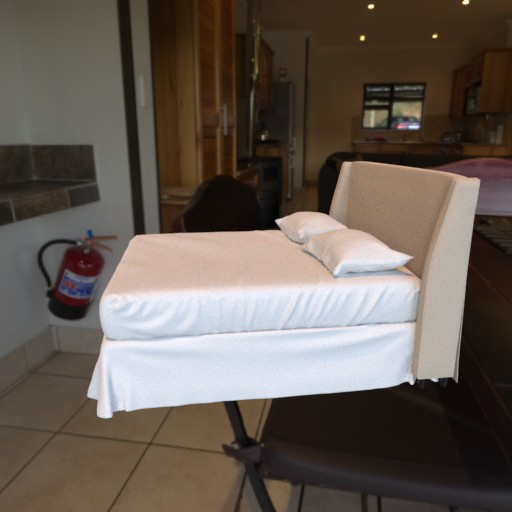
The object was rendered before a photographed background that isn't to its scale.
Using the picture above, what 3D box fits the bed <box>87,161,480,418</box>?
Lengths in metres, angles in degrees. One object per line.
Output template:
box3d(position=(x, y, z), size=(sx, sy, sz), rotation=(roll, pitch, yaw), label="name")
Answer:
box3d(position=(0.000, 0.000, 3.368), size=(2.276, 1.332, 1.925), rotation=(-2, 15, -8), label="bed")
